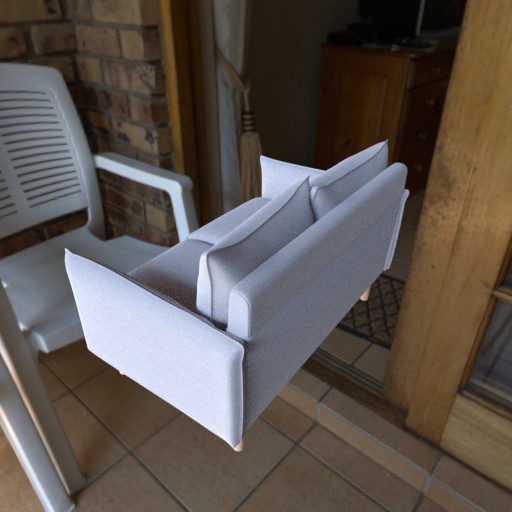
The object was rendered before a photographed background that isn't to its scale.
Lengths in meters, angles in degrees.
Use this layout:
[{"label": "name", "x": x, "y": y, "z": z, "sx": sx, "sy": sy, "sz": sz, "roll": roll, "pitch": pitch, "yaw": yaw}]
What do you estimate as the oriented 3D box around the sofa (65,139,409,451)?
[{"label": "sofa", "x": 0.000, "y": 0.000, "z": 1.881, "sx": 0.820, "sy": 0.840, "sz": 1.300, "roll": 21, "pitch": 38, "yaw": 30}]
